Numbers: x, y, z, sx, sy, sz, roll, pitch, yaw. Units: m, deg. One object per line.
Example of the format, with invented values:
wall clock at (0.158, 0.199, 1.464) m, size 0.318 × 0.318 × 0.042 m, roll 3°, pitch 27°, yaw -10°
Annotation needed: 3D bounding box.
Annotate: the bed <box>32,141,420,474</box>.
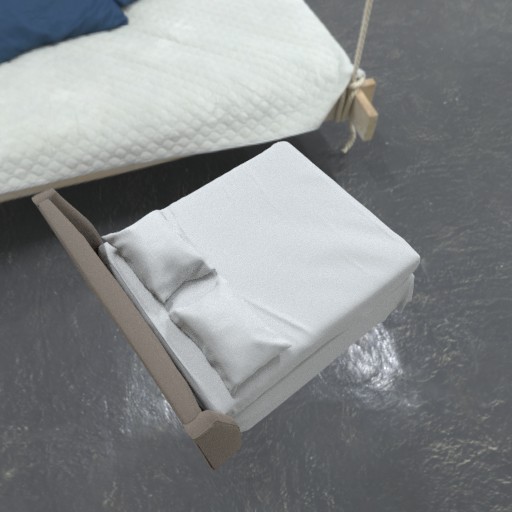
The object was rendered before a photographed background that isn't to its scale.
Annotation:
bed at (0.000, 0.000, 3.407) m, size 2.276 × 1.332 × 1.925 m, roll -34°, pitch 64°, yaw -19°
